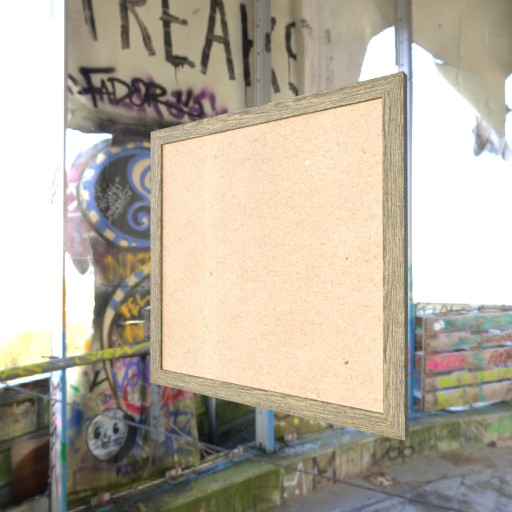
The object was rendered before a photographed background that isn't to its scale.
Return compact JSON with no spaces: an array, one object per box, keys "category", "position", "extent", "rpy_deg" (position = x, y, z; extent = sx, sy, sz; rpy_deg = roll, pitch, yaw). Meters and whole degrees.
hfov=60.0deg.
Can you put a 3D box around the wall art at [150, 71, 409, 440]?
[{"category":"wall art","position":[0.000,0.000,0.761],"extent":[0.508,0.508,0.019],"rpy_deg":[0,-1,35]}]
